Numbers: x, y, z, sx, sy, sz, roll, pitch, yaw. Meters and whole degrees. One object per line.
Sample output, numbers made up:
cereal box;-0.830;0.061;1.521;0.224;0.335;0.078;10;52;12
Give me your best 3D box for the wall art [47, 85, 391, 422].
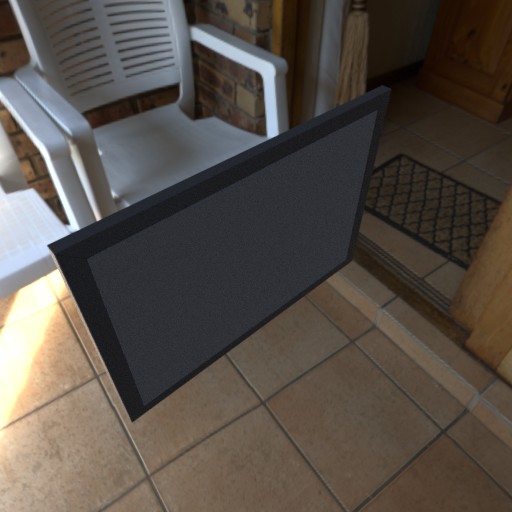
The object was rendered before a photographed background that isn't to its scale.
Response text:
wall art;0.000;0.000;0.558;0.432;0.306;0.016;-32;54;-28
